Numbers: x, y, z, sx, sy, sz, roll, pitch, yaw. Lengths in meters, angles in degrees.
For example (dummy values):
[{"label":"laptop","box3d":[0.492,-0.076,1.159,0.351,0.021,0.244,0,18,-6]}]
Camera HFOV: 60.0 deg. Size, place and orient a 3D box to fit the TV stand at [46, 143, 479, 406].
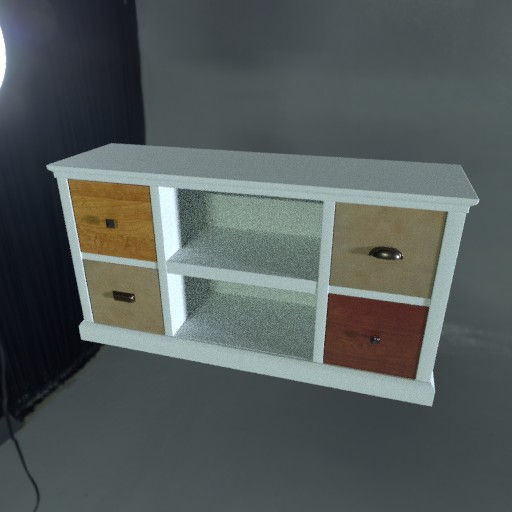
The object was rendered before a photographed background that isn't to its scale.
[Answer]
[{"label":"TV stand","box3d":[0.000,0.000,1.476,1.187,0.624,0.424,7,26,14]}]
